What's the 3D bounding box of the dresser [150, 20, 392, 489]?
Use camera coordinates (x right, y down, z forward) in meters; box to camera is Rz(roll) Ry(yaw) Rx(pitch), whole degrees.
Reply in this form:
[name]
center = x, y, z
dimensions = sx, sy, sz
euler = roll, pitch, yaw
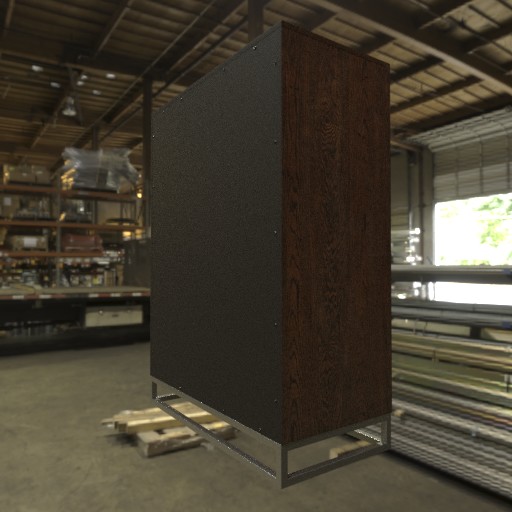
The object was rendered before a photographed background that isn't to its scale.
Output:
[dresser]
center = 0.000, 0.000, 1.784
dimensions = 0.508, 1.321, 0.965
euler = 1, -1, -35
